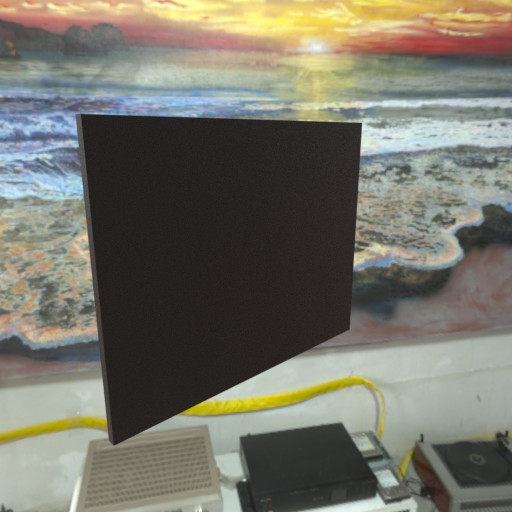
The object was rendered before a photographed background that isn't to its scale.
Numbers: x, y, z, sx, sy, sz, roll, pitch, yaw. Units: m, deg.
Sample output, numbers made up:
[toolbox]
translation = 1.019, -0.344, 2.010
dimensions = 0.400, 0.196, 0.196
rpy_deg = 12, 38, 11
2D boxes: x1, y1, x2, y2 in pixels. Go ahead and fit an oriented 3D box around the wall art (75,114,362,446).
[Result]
[wall art]
translation = 0.000, 0.000, 1.618
dimensions = 1.207, 0.952, 0.034
rpy_deg = -14, 21, -41
